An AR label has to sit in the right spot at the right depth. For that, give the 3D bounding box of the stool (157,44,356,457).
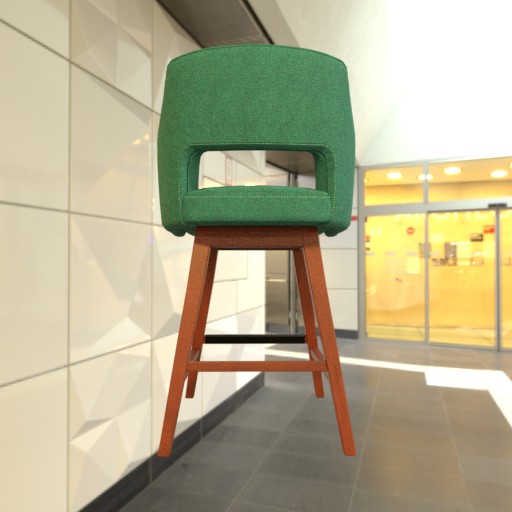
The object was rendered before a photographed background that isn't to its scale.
[{"bbox_3d":[0.000,0.000,1.268,0.548,0.961,0.556,0,-1,-1],"label":"stool"}]
